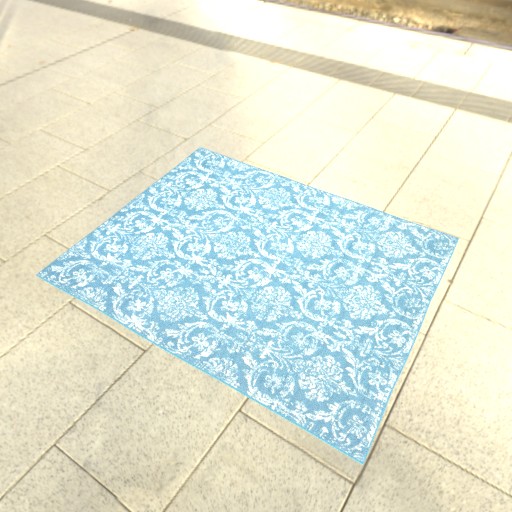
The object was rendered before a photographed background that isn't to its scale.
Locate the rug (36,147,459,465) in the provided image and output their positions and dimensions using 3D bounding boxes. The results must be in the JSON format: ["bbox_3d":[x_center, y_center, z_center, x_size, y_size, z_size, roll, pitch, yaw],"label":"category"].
[{"bbox_3d":[0.000,0.000,3.954,2.980,0.012,2.363,24,50,21],"label":"rug"}]
